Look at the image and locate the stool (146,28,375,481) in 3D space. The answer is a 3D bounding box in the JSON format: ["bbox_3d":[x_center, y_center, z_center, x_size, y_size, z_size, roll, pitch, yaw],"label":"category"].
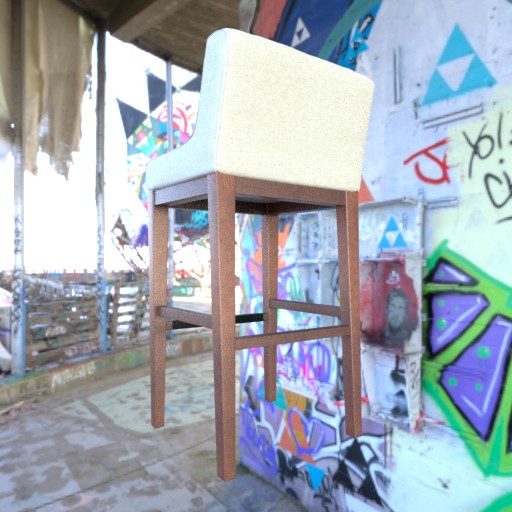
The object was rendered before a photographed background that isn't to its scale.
[{"bbox_3d":[0.000,0.000,1.307,0.511,1.037,0.500,1,-1,-35],"label":"stool"}]
